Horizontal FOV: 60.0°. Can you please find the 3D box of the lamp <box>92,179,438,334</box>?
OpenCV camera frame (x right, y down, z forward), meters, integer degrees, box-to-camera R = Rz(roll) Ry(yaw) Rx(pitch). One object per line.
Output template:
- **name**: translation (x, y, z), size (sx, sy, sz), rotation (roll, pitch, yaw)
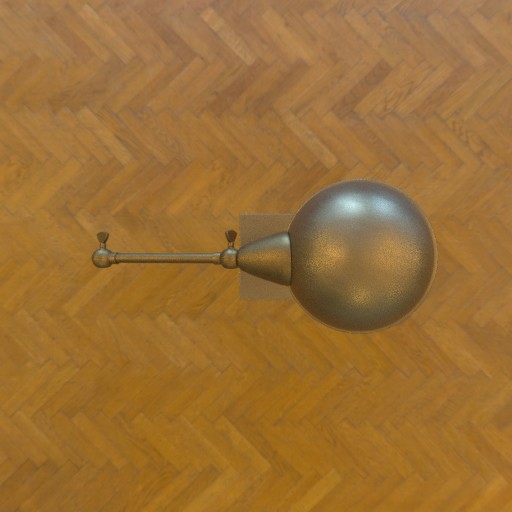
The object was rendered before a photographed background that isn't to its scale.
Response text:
- **lamp**: translation (0.000, 0.000, 0.538), size (0.339, 0.371, 0.149), rotation (0, 90, 1)
